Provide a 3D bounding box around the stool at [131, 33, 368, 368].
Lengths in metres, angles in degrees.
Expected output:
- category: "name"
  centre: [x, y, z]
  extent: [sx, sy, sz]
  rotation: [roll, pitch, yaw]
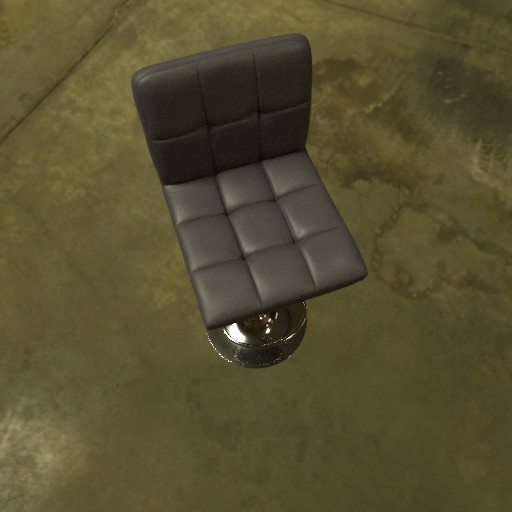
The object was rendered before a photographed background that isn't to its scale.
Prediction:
- category: "stool"
  centre: [0.000, 0.000, 1.360]
  extent: [0.430, 1.115, 0.505]
  rotation: [-17, 63, -9]
